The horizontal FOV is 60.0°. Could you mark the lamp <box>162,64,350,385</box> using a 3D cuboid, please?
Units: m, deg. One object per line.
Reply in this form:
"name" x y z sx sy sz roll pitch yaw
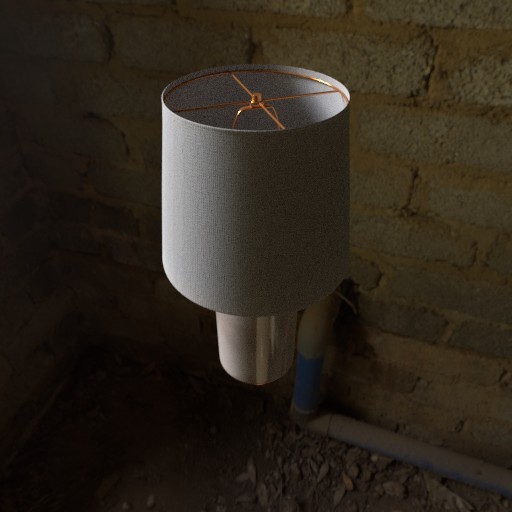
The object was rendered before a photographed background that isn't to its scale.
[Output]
"lamp" 0.000 0.000 0.462 0.189 0.340 0.189 0 39 0
